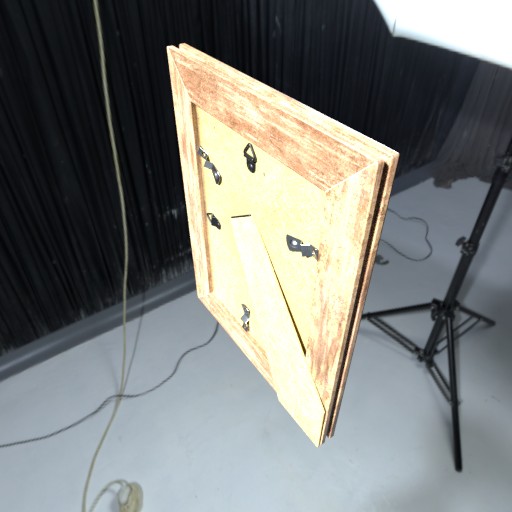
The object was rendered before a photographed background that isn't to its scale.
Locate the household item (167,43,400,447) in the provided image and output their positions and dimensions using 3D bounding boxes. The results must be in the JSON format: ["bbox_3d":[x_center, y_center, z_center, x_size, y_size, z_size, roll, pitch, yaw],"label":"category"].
[{"bbox_3d":[0.000,0.000,0.313,0.018,0.237,0.186,-25,47,-26],"label":"household item"}]
